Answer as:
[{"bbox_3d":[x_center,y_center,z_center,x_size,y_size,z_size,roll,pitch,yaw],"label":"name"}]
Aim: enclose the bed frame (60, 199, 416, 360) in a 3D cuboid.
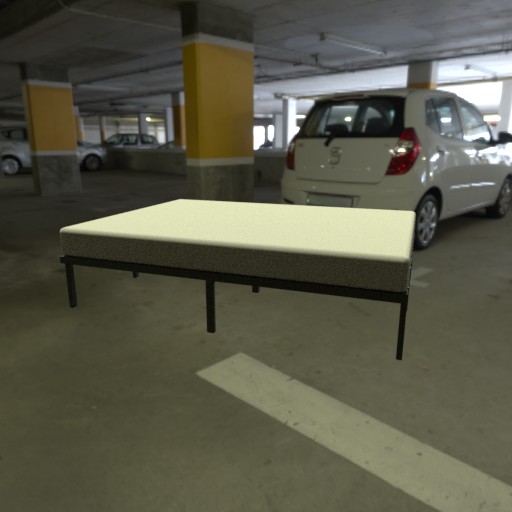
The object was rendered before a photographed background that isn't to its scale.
[{"bbox_3d":[0.000,0.000,3.963,2.842,0.680,2.205,8,17,27],"label":"bed frame"}]
